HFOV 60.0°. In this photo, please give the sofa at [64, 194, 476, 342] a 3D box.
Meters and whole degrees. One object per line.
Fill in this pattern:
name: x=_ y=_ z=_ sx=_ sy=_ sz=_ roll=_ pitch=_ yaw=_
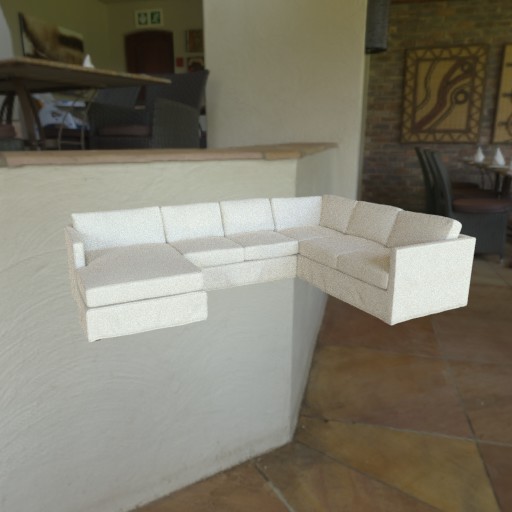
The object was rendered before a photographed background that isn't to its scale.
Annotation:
sofa: x=0.000 y=0.000 z=4.532 sx=3.464 sy=0.882 sz=2.448 roll=-8 pitch=17 yaw=-27
